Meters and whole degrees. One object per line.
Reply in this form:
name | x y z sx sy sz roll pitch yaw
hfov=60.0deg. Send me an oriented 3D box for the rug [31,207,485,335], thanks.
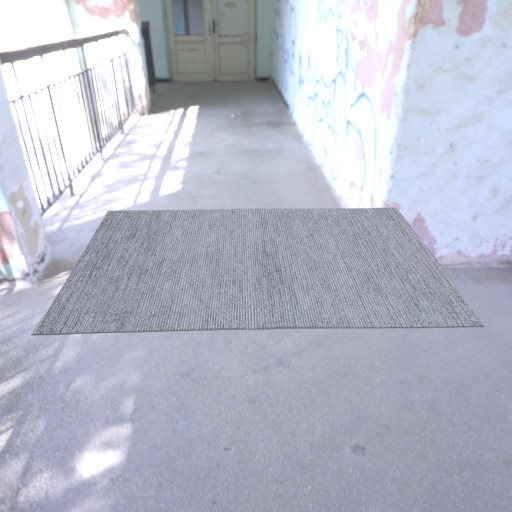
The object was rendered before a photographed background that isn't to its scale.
rug | 0.000 0.000 2.229 1.789 0.021 1.159 -1 30 -1
